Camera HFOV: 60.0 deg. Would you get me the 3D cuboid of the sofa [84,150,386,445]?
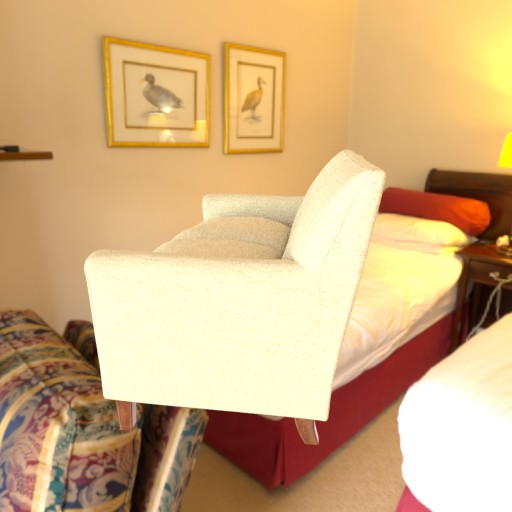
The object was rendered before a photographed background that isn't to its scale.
[{"bbox_3d":[0.000,0.000,1.986,0.891,0.892,1.482,2,16,8],"label":"sofa"}]
